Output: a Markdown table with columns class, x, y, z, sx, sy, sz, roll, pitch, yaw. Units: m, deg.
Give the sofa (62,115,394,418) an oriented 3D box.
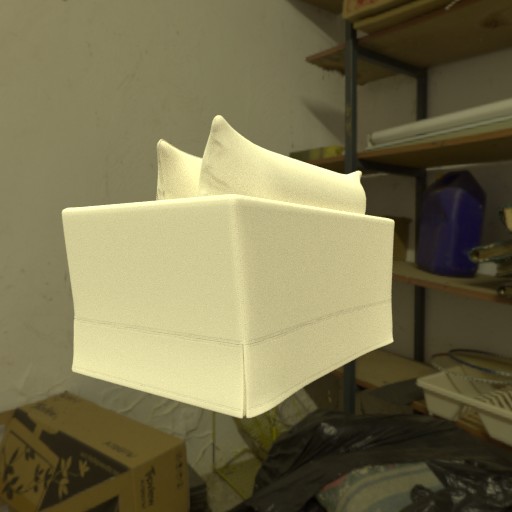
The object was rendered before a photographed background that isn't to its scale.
| class | x | y | z | sx | sy | sz | roll | pitch | yaw |
| --- | --- | --- | --- | --- | --- | --- | --- | --- | --- |
| sofa | 0.000 | 0.000 | 2.331 | 1.026 | 1.039 | 1.608 | 1 | 1 | 35 |
